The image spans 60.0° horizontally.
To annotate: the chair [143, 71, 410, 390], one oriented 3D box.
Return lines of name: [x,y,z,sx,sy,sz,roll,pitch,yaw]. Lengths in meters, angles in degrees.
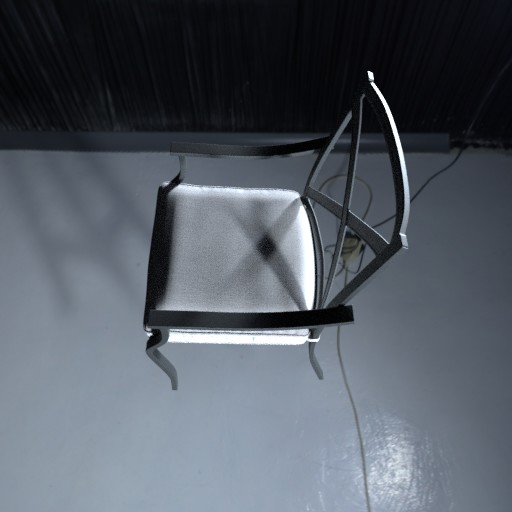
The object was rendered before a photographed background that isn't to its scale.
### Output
chair: [0.000,0.000,1.302,0.620,0.889,0.575,0,59,0]
